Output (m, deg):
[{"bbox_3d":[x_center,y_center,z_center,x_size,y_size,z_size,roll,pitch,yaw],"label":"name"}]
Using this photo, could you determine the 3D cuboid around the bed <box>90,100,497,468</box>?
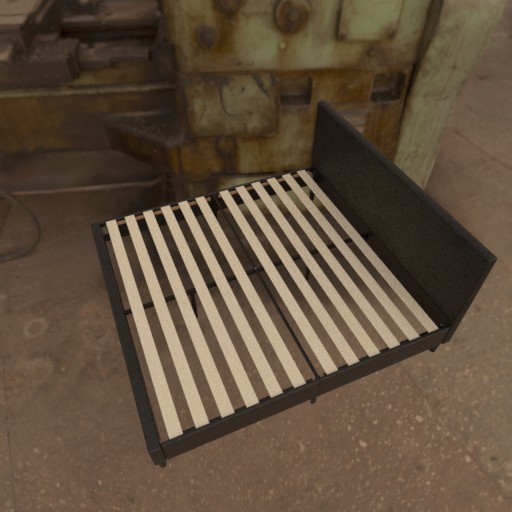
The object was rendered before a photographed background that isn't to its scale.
[{"bbox_3d":[0.000,0.000,3.252,2.152,1.046,2.018,-17,49,-16],"label":"bed"}]
